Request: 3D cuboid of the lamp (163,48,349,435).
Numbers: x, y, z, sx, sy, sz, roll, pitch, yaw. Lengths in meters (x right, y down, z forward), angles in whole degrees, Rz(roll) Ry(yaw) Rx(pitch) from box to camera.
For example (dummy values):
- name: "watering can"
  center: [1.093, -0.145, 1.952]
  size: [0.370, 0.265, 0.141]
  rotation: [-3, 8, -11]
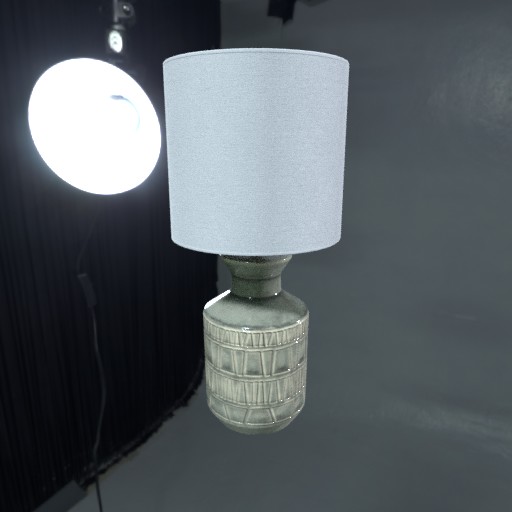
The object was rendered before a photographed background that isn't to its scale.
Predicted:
- name: "lamp"
  center: [0.000, 0.000, 0.571]
  size: [0.211, 0.455, 0.211]
  rotation: [7, 16, 25]
